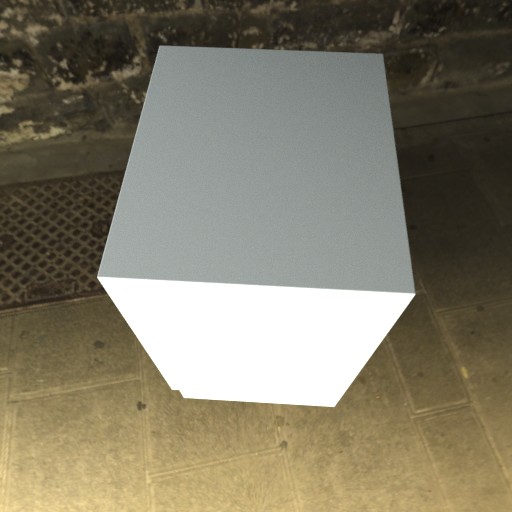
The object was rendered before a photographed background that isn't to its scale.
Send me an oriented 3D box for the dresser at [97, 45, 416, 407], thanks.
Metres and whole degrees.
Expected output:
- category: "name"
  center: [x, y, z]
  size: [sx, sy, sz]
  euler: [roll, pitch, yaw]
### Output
- category: "dresser"
  center: [0.000, 0.000, 0.813]
  size: [0.360, 0.560, 0.400]
  euler: [3, 60, 2]
